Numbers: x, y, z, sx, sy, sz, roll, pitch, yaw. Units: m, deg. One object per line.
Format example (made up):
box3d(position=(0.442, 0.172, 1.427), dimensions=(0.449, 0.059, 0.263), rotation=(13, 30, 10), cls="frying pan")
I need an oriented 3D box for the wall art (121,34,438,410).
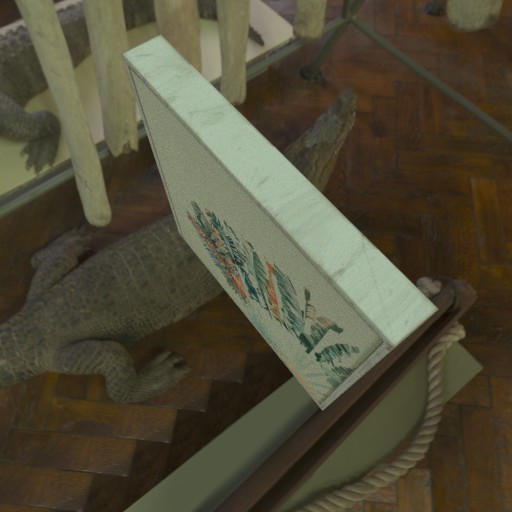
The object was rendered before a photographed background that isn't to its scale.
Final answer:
box3d(position=(0.000, 0.000, 0.448), dimensions=(0.038, 0.303, 0.305), rotation=(-35, 69, -16), cls="wall art")
